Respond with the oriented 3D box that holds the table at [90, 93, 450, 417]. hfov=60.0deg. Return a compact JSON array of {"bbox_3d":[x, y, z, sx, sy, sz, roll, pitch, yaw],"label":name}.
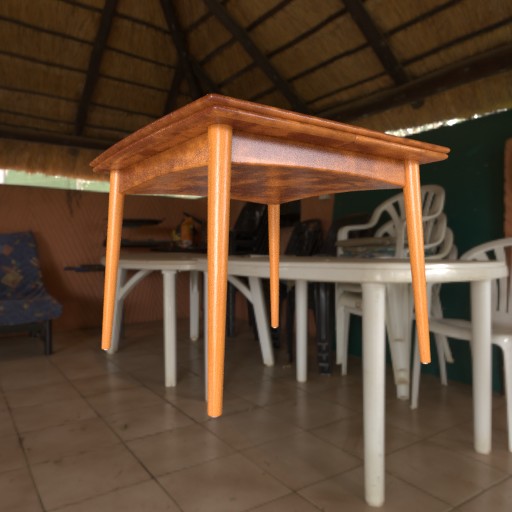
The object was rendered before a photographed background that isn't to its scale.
[{"bbox_3d":[0.000,0.000,1.662,0.991,0.754,0.991,-1,1,-35],"label":"table"}]
